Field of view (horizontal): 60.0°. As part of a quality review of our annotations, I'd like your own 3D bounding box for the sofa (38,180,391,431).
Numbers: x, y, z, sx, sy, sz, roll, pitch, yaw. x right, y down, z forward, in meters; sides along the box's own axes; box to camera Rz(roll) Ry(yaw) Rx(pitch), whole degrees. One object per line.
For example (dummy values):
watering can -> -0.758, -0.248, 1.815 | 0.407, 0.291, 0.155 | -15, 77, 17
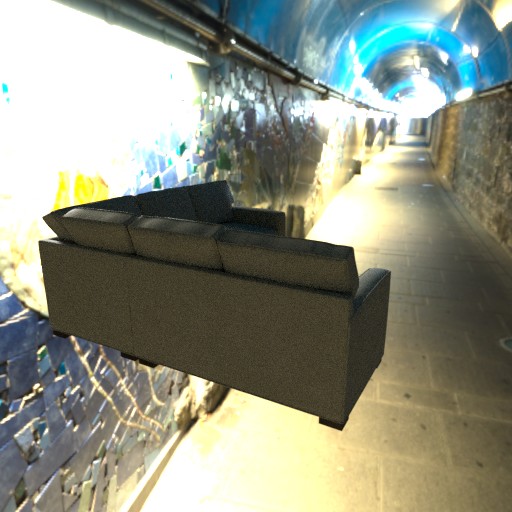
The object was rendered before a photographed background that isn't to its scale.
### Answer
sofa -> 0.000, 0.000, 3.461 | 2.188, 0.936, 2.211 | 9, 19, 27
